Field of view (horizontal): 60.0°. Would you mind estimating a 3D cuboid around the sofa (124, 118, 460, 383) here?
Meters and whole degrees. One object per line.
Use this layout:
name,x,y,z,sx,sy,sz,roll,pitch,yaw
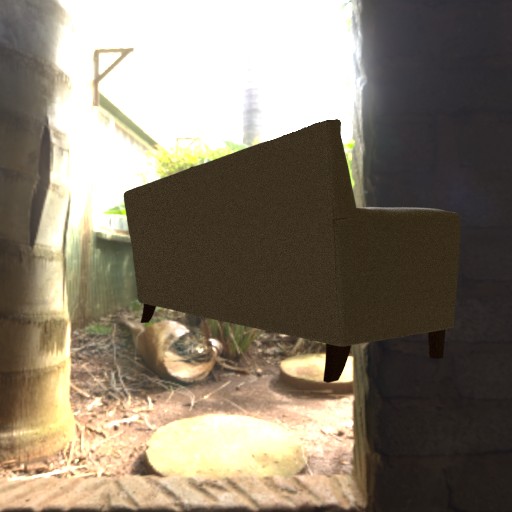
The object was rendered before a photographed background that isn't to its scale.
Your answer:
sofa,0.000,0.000,2.479,0.841,0.907,2.001,0,0,-35
